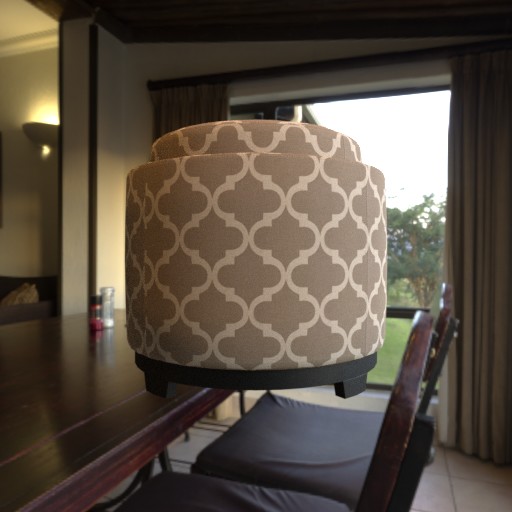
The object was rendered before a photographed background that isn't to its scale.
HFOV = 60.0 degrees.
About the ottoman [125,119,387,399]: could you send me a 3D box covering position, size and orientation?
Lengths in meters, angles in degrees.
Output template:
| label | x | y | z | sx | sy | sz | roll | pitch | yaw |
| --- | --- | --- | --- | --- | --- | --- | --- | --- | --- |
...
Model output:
| label | x | y | z | sx | sy | sz | roll | pitch | yaw |
| --- | --- | --- | --- | --- | --- | --- | --- | --- | --- |
| ottoman | 0.000 | 0.000 | 0.845 | 0.480 | 0.429 | 0.480 | 0 | 1 | 0 |
